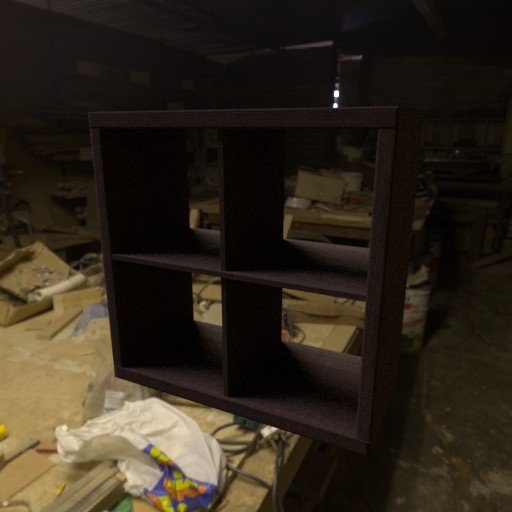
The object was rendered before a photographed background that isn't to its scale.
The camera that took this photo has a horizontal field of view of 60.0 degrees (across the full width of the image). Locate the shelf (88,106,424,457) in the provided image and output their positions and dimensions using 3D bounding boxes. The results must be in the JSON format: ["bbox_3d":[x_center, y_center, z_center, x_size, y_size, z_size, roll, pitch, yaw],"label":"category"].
[{"bbox_3d":[0.000,0.000,1.272,0.790,0.786,0.390,8,18,25],"label":"shelf"}]
